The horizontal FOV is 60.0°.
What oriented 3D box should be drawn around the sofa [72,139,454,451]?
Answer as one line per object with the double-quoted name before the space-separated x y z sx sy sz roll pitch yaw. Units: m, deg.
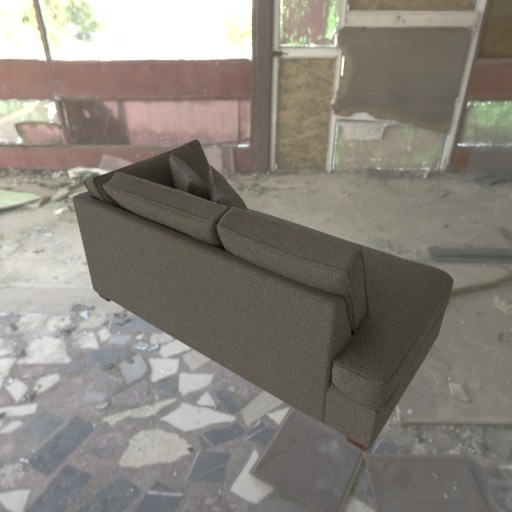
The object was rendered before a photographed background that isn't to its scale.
"sofa" 0.000 0.000 2.851 2.237 1.033 1.110 21 37 31
